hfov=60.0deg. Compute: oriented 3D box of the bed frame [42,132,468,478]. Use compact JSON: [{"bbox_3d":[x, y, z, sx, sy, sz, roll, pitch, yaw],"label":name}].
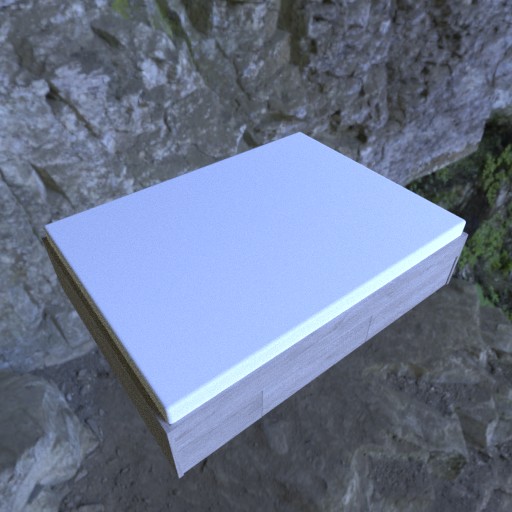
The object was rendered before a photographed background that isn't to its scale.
[{"bbox_3d":[0.000,0.000,2.615,1.944,0.490,1.448,-27,48,-27],"label":"bed frame"}]
